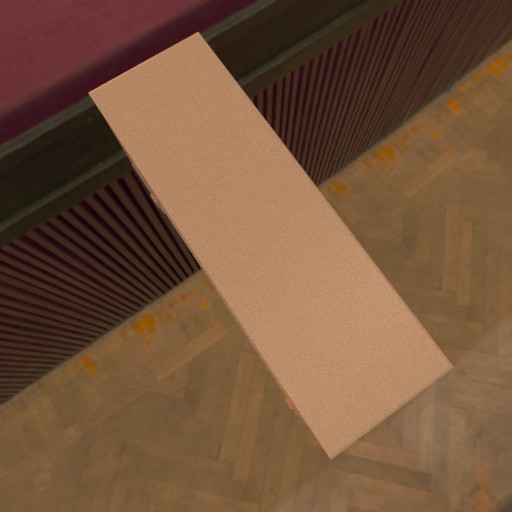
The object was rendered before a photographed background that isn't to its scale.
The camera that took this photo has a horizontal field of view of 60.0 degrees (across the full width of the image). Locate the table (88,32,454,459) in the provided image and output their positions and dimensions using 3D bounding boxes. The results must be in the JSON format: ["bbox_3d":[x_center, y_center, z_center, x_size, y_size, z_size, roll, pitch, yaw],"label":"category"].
[{"bbox_3d":[0.000,0.000,1.585,0.384,0.808,1.197,-33,78,-8],"label":"table"}]
